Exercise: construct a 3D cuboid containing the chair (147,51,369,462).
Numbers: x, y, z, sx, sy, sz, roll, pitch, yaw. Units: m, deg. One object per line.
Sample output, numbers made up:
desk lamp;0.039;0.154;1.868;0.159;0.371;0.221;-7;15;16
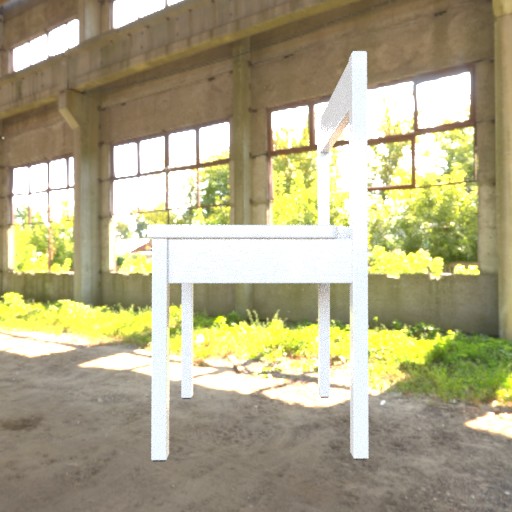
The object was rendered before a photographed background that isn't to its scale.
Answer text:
chair;0.000;0.000;0.895;0.361;0.668;0.367;0;-1;-1
